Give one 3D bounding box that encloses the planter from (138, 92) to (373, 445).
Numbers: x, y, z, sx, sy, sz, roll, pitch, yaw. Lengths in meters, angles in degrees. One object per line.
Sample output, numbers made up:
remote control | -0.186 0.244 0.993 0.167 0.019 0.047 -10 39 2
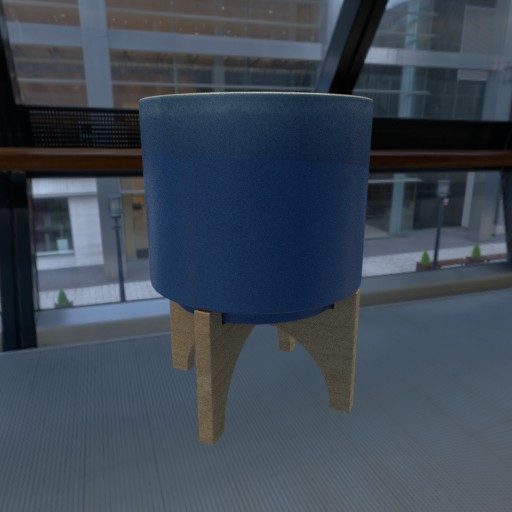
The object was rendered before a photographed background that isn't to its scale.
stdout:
planter | 0.000 0.000 0.557 0.261 0.367 0.261 0 16 0
